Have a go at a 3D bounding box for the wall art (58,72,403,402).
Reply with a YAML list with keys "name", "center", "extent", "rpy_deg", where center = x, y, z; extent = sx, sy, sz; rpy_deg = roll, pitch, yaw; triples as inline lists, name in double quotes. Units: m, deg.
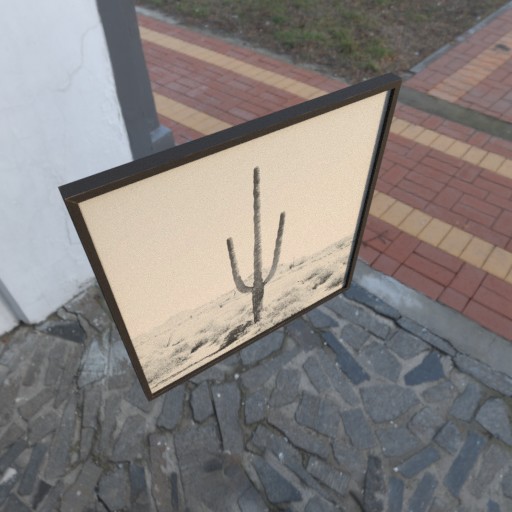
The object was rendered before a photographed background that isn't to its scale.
- name: "wall art"
  center: [0.000, 0.000, 1.148]
  extent: [0.762, 0.762, 0.038]
  rpy_deg: [-26, 53, -22]
